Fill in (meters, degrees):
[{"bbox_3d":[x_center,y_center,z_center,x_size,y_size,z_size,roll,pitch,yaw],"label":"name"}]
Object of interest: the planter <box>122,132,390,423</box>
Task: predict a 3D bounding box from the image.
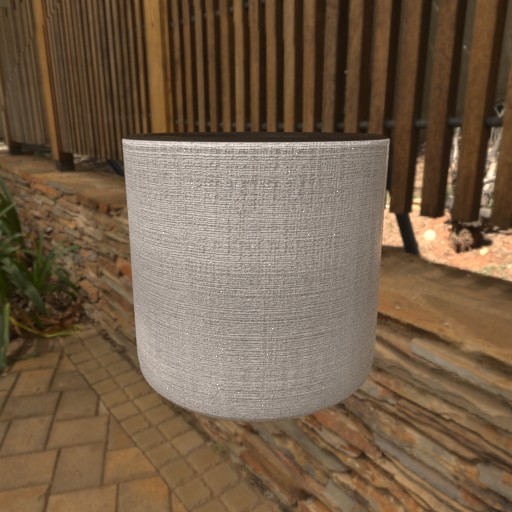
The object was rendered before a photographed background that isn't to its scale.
[{"bbox_3d":[0.000,0.000,0.293,0.160,0.156,0.160,0,17,0],"label":"planter"}]
